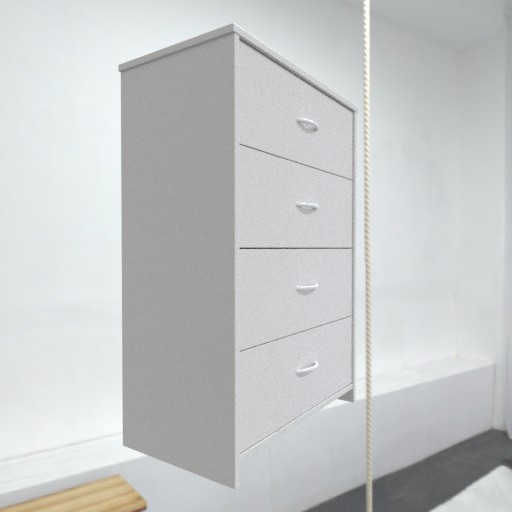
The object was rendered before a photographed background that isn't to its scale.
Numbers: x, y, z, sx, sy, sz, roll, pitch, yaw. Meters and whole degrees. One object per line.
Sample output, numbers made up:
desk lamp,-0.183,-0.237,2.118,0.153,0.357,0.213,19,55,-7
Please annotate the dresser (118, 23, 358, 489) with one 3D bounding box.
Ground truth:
dresser,0.000,0.000,1.360,0.401,1.021,0.704,1,1,35
